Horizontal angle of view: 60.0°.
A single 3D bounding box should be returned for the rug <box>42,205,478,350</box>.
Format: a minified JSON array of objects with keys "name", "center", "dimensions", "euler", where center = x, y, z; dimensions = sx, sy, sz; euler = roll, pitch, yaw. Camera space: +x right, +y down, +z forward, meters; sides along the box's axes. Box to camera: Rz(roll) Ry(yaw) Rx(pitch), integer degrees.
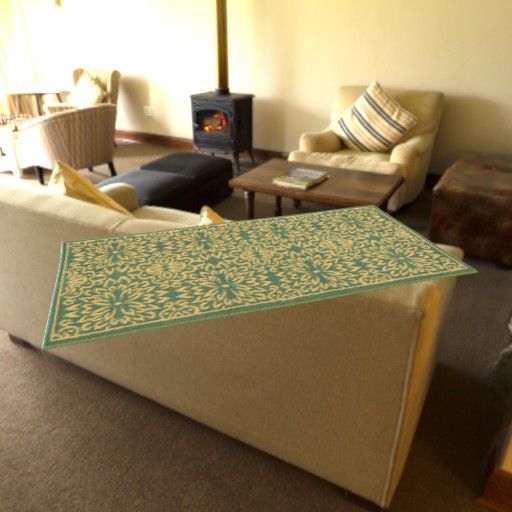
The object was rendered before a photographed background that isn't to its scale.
[{"name":"rug","center":[0.000,0.000,1.433],"dimensions":[1.219,0.007,0.604],"euler":[-8,28,-16]}]
